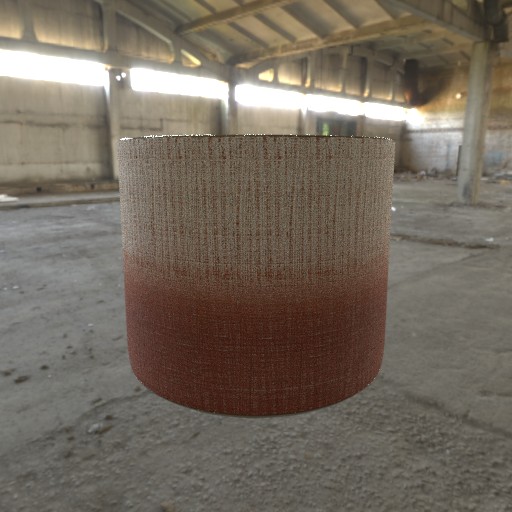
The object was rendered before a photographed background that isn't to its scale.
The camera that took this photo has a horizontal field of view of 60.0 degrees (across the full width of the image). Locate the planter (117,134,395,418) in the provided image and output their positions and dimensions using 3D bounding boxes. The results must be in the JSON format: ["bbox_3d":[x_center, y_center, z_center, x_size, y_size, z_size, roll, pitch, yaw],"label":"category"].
[{"bbox_3d":[0.000,0.000,0.438,0.254,0.221,0.254,0,13,0],"label":"planter"}]
